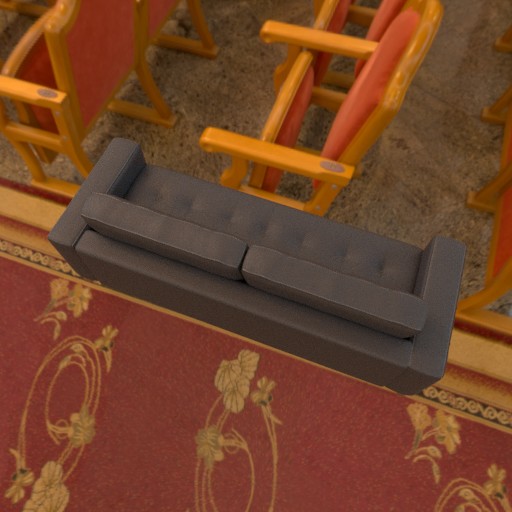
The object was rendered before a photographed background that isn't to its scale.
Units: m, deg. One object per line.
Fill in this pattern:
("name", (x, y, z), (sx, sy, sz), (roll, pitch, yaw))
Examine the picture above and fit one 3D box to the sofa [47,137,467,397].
("sofa", (0.000, 0.000, 2.663), (2.275, 0.893, 0.833), (19, 64, 9))
